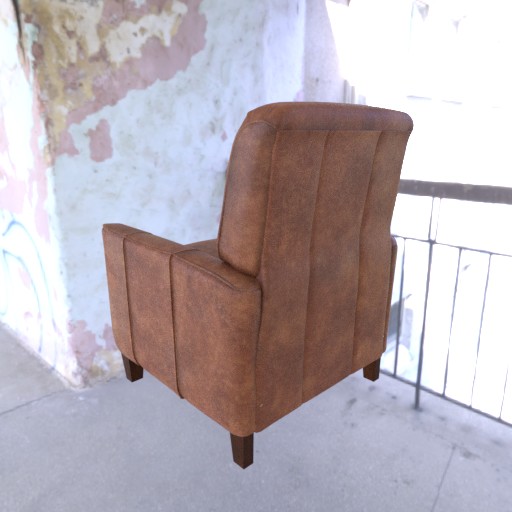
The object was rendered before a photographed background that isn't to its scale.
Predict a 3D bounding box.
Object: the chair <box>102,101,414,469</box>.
[{"bbox_3d":[0.000,0.000,1.648,0.843,1.043,0.836,-14,21,-41],"label":"chair"}]
